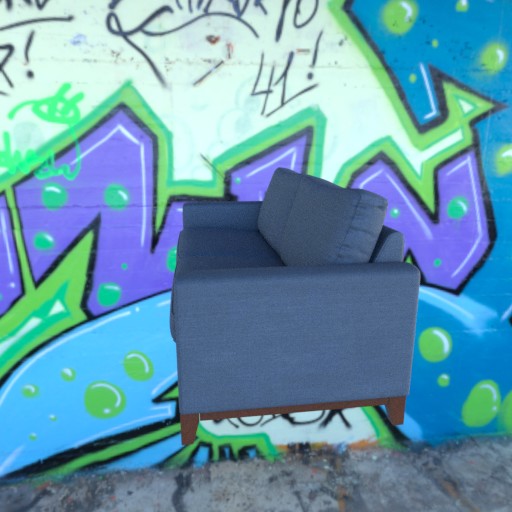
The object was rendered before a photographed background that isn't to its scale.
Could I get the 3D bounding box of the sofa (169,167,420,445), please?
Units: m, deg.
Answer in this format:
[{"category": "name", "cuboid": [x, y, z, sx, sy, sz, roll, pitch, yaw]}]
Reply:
[{"category": "sofa", "cuboid": [0.000, 0.000, 2.406, 0.877, 0.865, 1.900, -2, 15, -8]}]
